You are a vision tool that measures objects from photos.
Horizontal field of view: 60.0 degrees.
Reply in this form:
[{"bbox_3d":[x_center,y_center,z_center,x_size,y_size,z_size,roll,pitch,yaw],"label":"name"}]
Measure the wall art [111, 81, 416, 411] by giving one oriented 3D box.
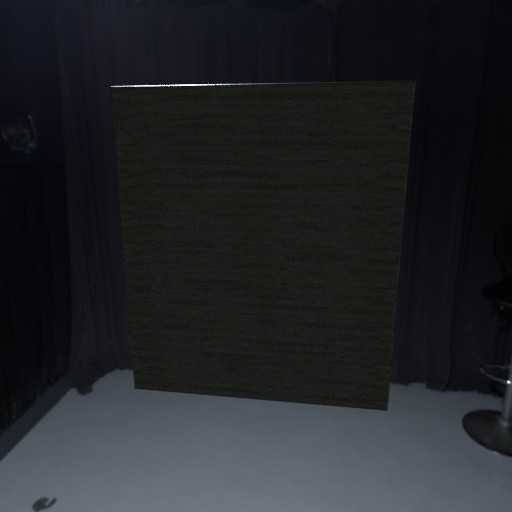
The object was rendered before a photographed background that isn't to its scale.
[{"bbox_3d":[0.000,0.000,0.768,0.483,0.559,0.009,2,15,8],"label":"wall art"}]
